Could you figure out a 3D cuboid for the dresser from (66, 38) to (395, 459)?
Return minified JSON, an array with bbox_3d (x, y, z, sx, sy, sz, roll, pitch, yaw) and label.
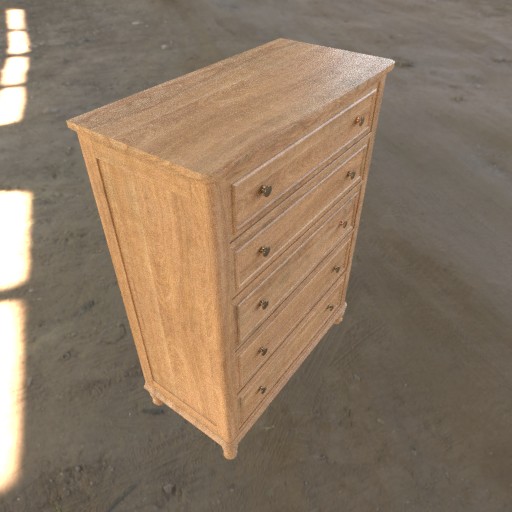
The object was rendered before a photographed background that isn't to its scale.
[{"bbox_3d":[0.000,0.000,1.741,0.484,1.318,0.973,25,46,27],"label":"dresser"}]
